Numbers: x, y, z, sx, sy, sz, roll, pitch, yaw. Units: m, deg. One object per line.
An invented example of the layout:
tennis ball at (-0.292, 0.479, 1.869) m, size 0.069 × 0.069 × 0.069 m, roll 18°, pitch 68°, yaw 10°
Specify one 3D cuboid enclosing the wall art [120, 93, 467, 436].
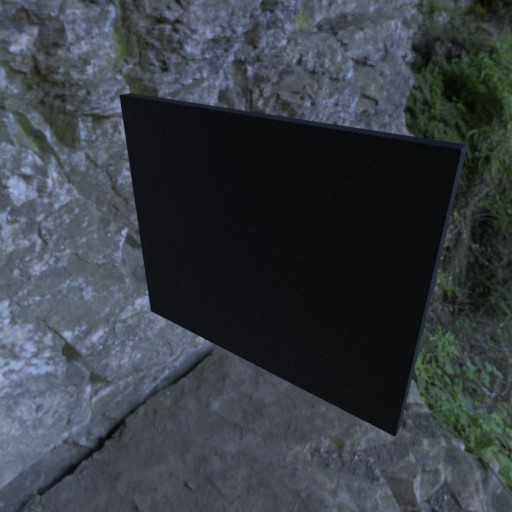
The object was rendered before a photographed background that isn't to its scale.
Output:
wall art at (0.000, 0.000, 0.733) m, size 0.558 × 0.457 × 0.031 m, roll 20°, pitch 35°, yaw 31°
